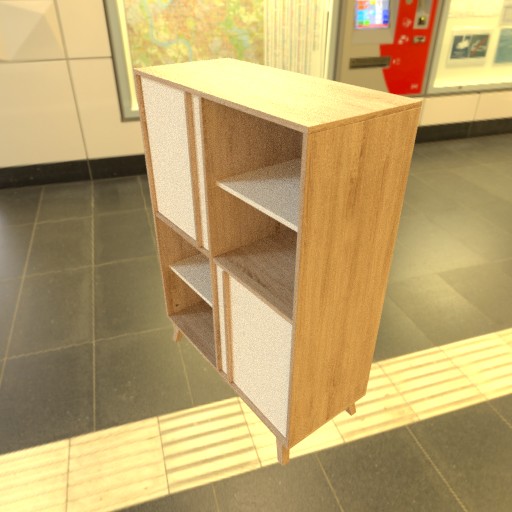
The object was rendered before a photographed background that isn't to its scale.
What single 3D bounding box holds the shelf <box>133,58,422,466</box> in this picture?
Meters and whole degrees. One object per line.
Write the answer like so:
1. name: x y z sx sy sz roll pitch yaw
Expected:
1. shelf: 0.000 0.000 1.870 0.450 1.390 1.000 -22 38 -31
